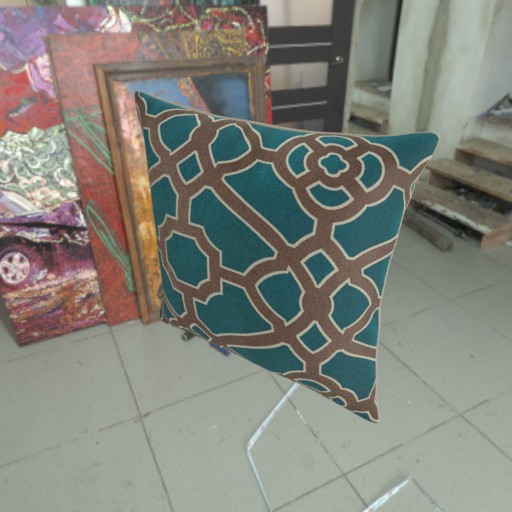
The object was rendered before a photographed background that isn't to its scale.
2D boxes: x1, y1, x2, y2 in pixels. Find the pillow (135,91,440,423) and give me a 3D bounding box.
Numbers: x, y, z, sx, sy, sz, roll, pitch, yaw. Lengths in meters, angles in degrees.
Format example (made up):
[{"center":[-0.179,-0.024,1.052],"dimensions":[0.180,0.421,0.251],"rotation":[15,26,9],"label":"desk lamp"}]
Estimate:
[{"center":[0.000,0.000,0.782],"dimensions":[0.526,0.507,0.166],"rotation":[19,35,29],"label":"pillow"}]
